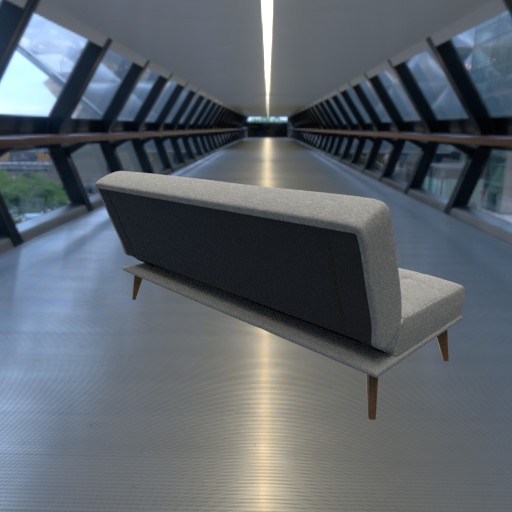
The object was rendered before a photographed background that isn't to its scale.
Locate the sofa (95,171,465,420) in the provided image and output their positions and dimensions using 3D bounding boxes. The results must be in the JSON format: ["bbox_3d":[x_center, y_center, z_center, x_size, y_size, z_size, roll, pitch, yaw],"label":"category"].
[{"bbox_3d":[0.000,0.000,2.285,0.860,0.810,1.800,-14,20,-42],"label":"sofa"}]
